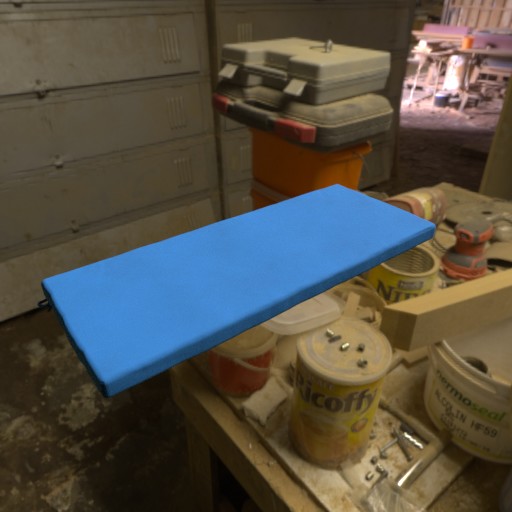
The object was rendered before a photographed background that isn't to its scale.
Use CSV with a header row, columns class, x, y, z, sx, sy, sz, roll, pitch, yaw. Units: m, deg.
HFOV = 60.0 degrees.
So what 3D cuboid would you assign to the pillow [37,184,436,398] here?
class,x,y,z,sx,sy,sz,roll,pitch,yaw
pillow,0.000,0.000,1.352,1.187,0.081,0.492,-21,37,-31
